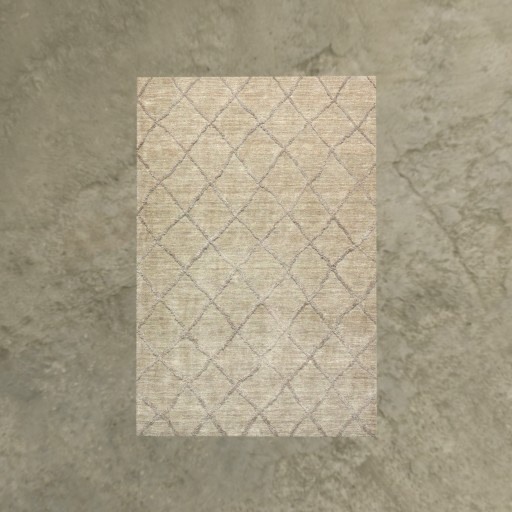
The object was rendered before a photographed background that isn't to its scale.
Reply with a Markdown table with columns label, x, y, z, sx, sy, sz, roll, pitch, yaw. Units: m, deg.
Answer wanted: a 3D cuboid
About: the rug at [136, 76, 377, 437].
| label | x | y | z | sx | sy | sz | roll | pitch | yaw |
| --- | --- | --- | --- | --- | --- | --- | --- | --- | --- |
| rug | 0.000 | 0.000 | 2.813 | 1.521 | 0.015 | 2.280 | 0 | 90 | 1 |
